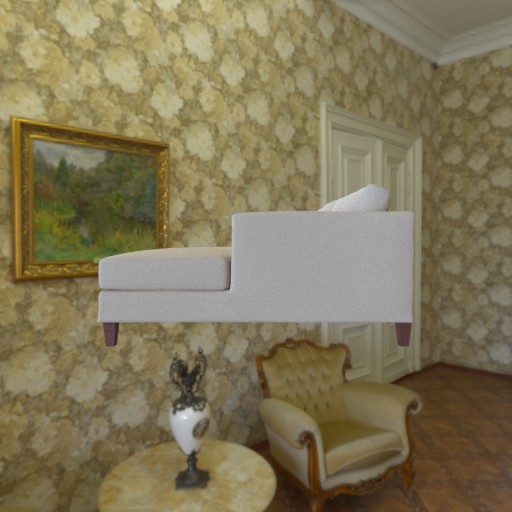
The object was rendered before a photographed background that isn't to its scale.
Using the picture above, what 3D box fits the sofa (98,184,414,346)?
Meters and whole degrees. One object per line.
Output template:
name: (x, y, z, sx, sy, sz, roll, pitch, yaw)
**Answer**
sofa: (0.000, 0.000, 3.813, 1.625, 0.861, 3.186, 0, 1, 0)
